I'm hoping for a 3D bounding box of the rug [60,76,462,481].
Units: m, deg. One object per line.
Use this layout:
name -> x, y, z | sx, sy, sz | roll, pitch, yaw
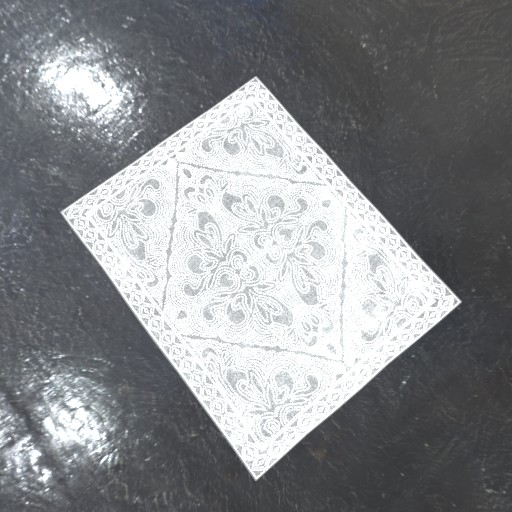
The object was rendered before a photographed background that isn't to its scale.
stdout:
rug -> 0.000, 0.000, 4.159 | 2.438, 0.012, 3.048 | -37, 79, -9
